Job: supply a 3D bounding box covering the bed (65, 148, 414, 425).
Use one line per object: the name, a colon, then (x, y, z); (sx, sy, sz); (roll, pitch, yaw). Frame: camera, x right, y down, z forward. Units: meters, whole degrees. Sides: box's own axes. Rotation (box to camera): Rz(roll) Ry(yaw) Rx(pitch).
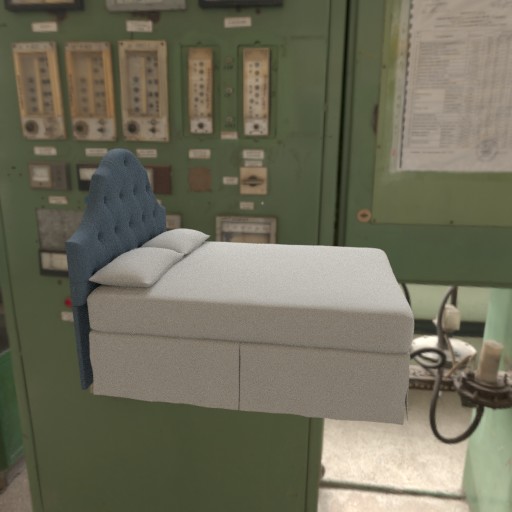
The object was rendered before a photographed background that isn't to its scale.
bed: (0.000, 0.000, 3.363); (2.155, 1.575, 1.636); (2, 15, 9)
